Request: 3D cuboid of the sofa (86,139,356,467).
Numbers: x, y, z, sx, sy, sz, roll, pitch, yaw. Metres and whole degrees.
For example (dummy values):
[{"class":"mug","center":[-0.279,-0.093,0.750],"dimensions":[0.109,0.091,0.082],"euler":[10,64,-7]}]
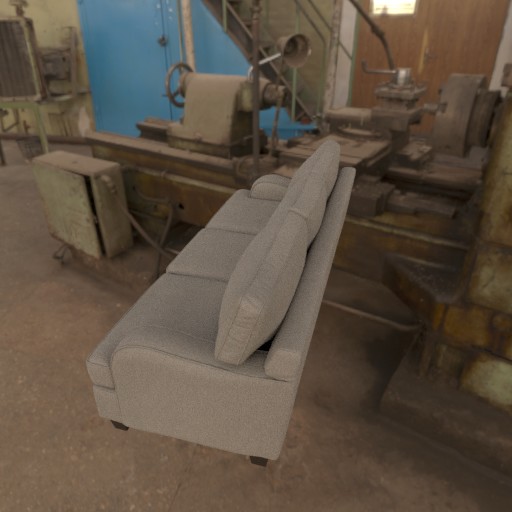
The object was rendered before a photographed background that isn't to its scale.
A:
[{"class":"sofa","center":[0.000,0.000,2.854],"dimensions":[1.016,0.991,2.323],"euler":[8,30,14]}]
